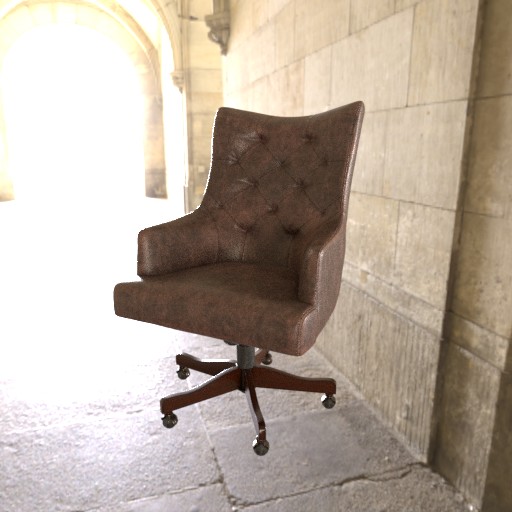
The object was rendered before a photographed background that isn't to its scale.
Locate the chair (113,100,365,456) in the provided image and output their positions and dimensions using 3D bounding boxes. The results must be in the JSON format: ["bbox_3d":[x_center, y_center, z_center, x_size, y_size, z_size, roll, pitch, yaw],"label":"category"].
[{"bbox_3d":[0.000,0.000,1.529,0.641,1.035,0.762,7,16,26],"label":"chair"}]
